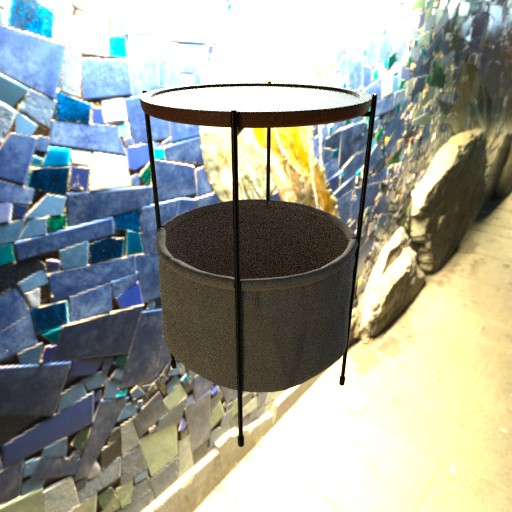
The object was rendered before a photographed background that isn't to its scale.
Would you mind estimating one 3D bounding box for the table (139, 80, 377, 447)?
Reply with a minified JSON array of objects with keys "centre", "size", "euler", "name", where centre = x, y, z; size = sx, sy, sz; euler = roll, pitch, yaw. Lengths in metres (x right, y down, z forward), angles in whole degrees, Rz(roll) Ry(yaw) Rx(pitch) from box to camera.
[{"centre":[0.000,0.000,0.893],"size":[0.393,0.623,0.393],"euler":[-19,32,-32],"name":"table"}]
